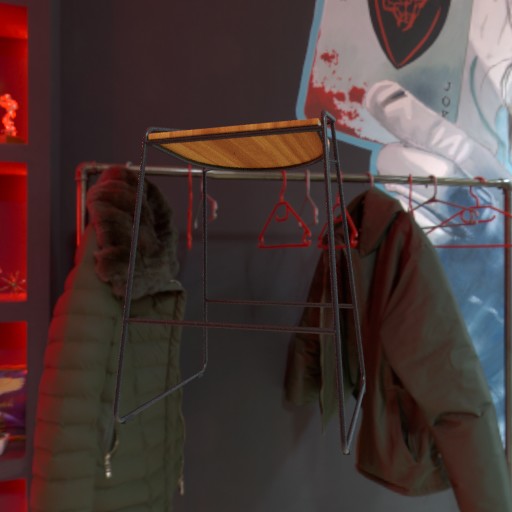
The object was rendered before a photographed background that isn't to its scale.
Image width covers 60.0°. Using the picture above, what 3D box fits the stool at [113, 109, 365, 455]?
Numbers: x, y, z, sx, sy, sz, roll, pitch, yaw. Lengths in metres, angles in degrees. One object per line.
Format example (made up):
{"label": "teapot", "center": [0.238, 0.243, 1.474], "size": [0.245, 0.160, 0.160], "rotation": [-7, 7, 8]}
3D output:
{"label": "stool", "center": [0.000, 0.000, 1.198], "size": [0.546, 0.812, 0.521], "rotation": [0, 0, 18]}
